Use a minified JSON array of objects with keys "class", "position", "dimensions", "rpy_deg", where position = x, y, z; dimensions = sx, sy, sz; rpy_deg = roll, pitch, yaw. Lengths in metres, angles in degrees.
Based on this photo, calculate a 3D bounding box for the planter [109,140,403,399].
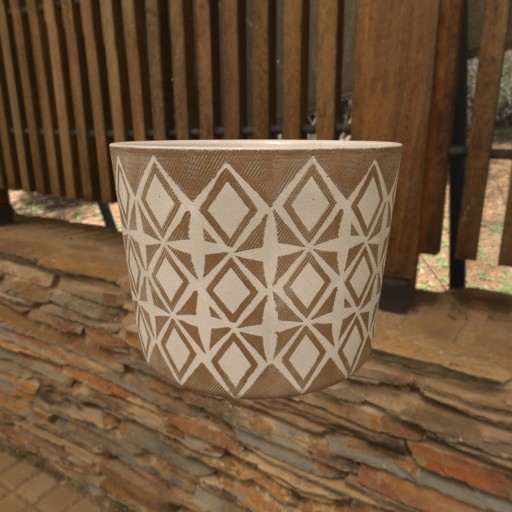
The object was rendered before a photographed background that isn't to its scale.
[{"class":"planter","position":[0.000,0.000,0.442],"dimensions":[0.260,0.220,0.260],"rpy_deg":[0,16,0]}]
